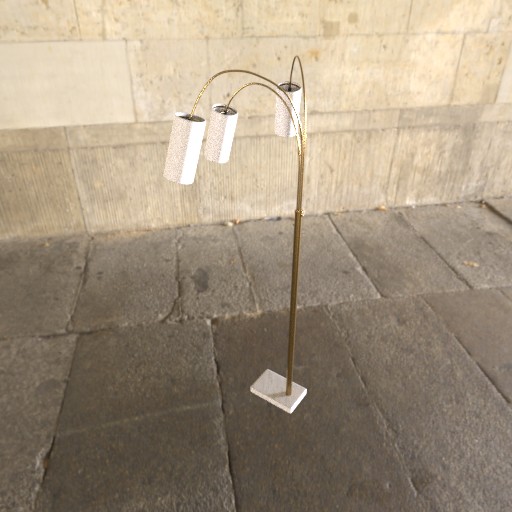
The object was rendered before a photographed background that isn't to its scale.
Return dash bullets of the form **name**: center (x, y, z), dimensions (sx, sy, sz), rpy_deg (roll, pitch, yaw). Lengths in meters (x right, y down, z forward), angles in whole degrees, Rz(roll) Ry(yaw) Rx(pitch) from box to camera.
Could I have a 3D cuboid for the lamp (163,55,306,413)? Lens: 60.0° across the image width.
- **lamp**: center (0.000, 0.000, 2.527), dimensions (0.667, 2.055, 1.020), rpy_deg (20, 37, 29)
